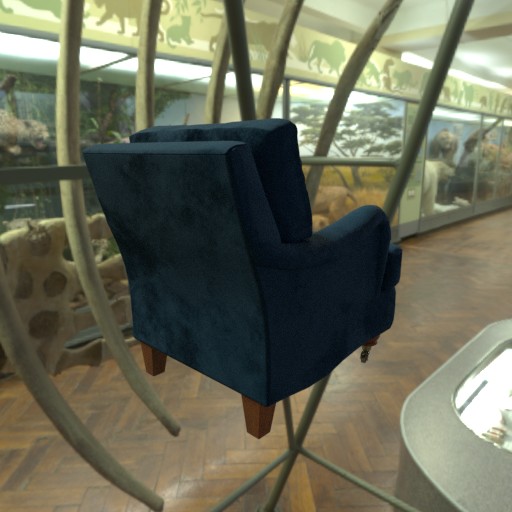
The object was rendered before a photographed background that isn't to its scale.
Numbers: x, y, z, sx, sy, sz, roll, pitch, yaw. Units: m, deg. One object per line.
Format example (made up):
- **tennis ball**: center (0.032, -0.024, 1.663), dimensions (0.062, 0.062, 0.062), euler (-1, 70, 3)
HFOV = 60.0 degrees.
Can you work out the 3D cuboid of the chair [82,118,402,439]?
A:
- **chair**: center (0.000, 0.000, 1.899), dimensions (0.895, 1.076, 1.078), euler (12, 18, 42)
